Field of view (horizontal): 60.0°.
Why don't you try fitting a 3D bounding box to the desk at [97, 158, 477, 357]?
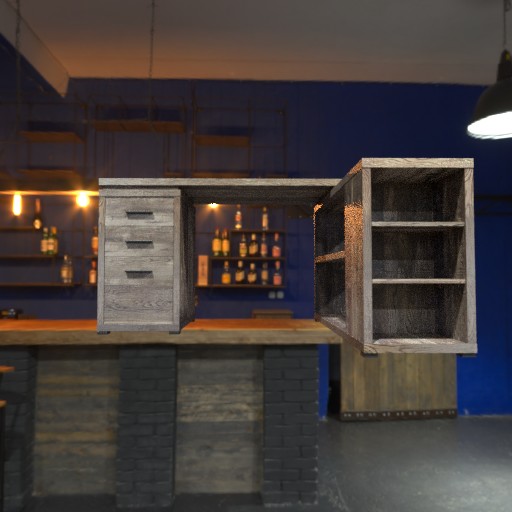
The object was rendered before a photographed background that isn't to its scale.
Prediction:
[{"bbox_3d":[0.000,0.000,2.145,1.524,0.753,1.200,0,-2,-1],"label":"desk"}]
